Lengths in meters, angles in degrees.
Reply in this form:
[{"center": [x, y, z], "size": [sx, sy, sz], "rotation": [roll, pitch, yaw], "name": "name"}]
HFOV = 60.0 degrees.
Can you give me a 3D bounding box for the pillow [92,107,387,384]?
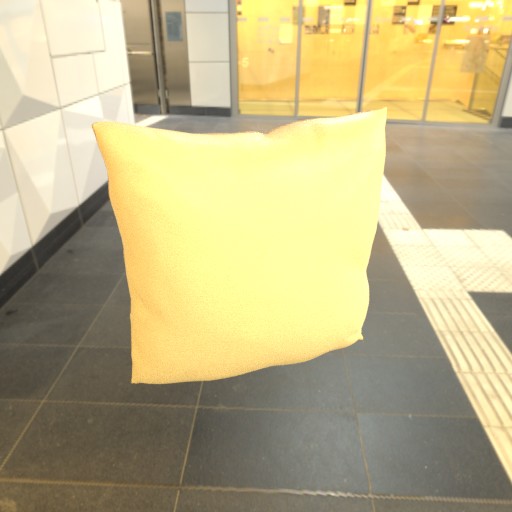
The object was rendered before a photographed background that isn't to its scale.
[{"center": [0.000, 0.000, 0.723], "size": [0.450, 0.448, 0.245], "rotation": [-8, 28, -15], "name": "pillow"}]
